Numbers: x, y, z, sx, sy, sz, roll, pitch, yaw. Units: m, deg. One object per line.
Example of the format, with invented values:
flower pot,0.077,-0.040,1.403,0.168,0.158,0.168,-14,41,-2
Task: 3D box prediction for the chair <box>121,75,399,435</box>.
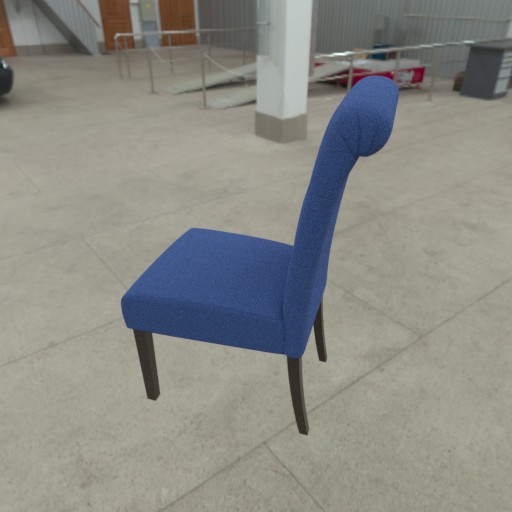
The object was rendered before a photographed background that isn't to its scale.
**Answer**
chair,0.000,0.000,1.323,0.671,1.006,0.456,9,31,15
